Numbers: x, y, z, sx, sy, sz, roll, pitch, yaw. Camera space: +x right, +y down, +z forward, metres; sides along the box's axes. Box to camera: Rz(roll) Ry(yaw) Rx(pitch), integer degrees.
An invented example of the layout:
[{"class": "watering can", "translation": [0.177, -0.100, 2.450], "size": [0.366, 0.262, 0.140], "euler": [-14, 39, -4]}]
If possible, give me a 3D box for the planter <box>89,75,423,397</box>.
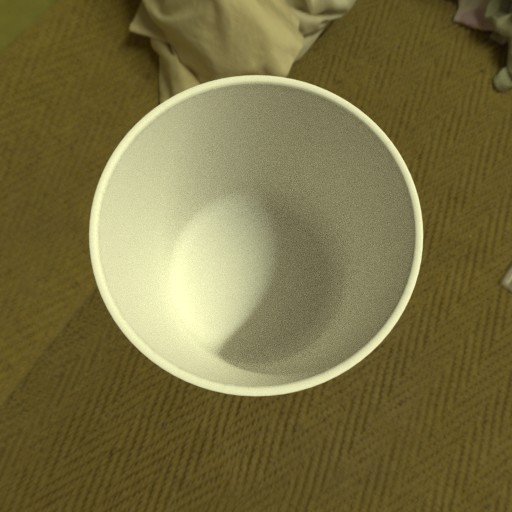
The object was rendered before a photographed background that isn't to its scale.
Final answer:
[{"class": "planter", "translation": [0.000, 0.000, 0.777], "size": [0.440, 0.398, 0.440], "euler": [0, 77, 0]}]
